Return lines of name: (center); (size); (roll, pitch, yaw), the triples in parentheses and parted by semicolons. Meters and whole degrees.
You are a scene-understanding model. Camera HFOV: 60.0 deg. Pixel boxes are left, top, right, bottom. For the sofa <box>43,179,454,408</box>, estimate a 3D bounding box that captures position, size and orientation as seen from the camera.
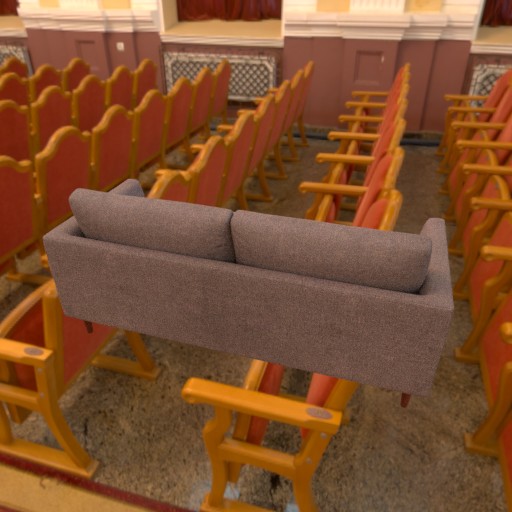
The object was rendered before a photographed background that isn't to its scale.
sofa: (0.000, 0.000, 2.482); (1.948, 0.868, 1.020); (9, 33, 15)
